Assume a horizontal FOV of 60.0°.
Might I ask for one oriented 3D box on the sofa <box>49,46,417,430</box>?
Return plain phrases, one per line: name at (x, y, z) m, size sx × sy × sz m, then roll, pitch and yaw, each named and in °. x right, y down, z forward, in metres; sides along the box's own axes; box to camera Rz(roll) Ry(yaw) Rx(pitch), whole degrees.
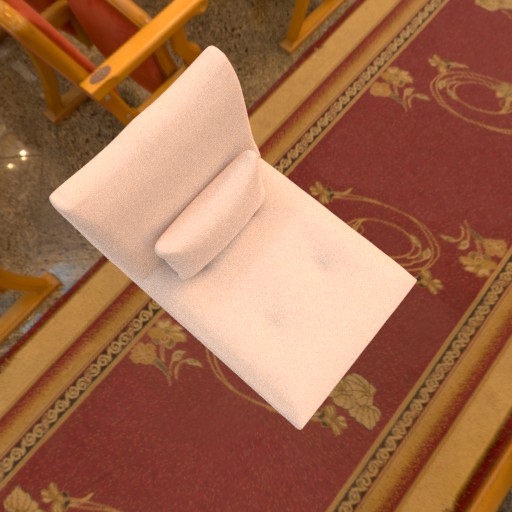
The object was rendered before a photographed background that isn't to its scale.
sofa at (0.000, 0.000, 1.563) m, size 1.000 × 0.820 × 0.700 m, roll 40°, pitch 78°, yaw 10°
